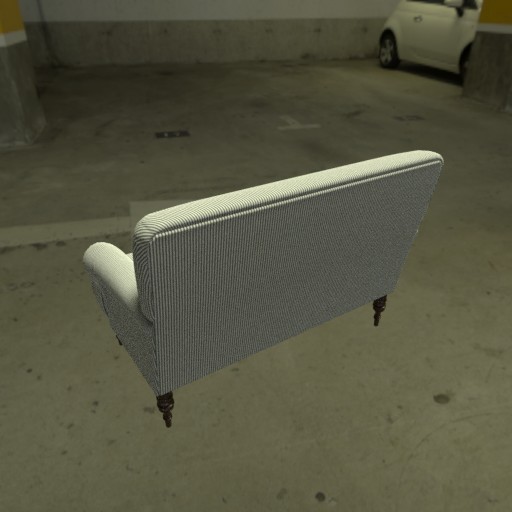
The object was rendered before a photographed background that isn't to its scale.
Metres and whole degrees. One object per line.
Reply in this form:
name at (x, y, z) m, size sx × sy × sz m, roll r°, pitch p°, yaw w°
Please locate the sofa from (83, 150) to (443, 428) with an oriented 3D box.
sofa at (0.000, 0.000, 1.851) m, size 1.297 × 0.889 × 0.779 m, roll -18°, pitch 34°, yaw -28°
